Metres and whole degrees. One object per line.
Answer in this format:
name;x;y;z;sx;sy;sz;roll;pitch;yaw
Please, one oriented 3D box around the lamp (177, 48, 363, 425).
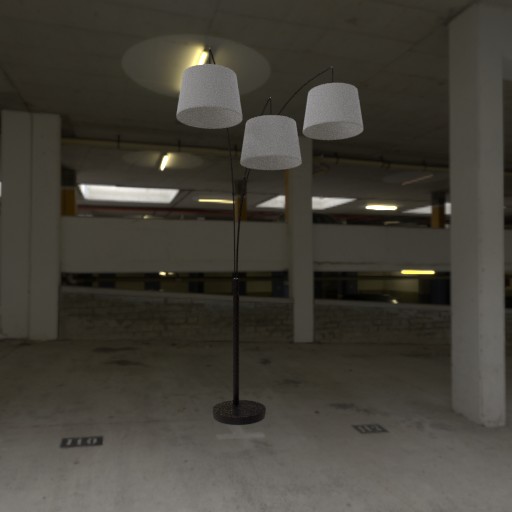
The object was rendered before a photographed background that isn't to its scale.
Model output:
lamp;0.000;0.000;2.455;0.951;1.950;0.924;0;-1;-17
